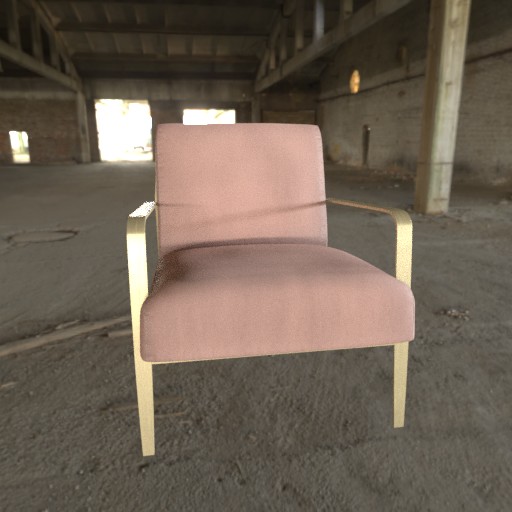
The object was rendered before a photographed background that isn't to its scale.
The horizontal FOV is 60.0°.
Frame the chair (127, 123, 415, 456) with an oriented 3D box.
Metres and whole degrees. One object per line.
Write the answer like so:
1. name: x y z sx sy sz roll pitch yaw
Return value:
1. chair: 0.000 0.000 1.393 0.701 0.823 0.848 -2 15 -9
